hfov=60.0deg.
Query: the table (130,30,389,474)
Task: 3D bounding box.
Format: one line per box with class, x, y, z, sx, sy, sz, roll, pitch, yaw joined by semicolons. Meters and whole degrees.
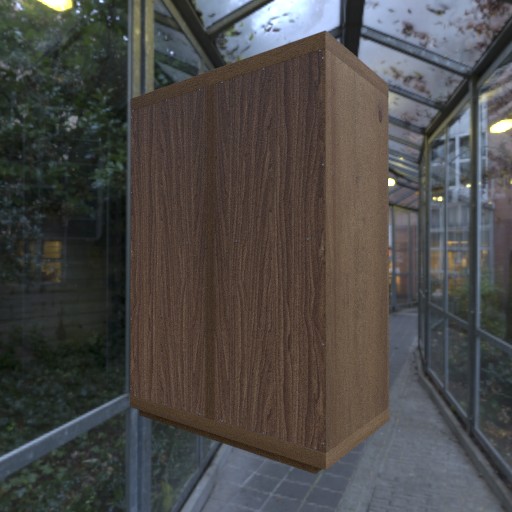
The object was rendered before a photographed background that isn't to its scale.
table;0.000;0.000;1.753;0.901;1.294;0.524;0;-1;37
